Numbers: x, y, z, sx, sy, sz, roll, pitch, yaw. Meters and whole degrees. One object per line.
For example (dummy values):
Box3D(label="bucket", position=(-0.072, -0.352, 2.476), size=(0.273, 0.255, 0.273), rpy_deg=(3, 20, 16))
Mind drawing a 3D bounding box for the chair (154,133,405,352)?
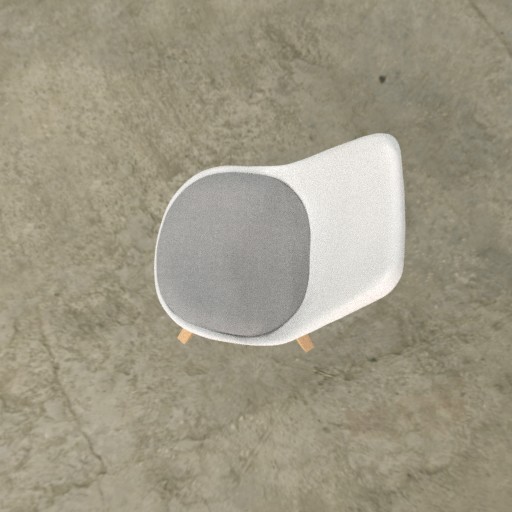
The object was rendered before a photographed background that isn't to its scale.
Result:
Box3D(label="chair", position=(0.000, 0.000, 1.209), size=(0.550, 0.850, 0.485), rpy_deg=(4, 75, 1))
